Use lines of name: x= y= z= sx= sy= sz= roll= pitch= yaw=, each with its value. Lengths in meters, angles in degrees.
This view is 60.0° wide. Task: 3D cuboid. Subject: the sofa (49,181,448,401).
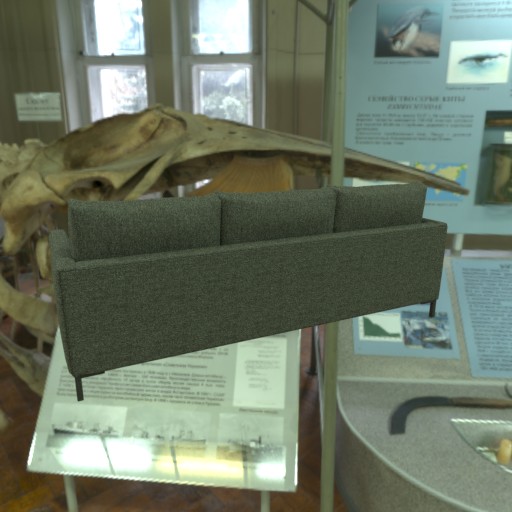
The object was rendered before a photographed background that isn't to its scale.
sofa: x=0.000 y=0.000 z=2.687 sx=2.253 sy=0.879 sz=0.876 roll=-7 pitch=17 yaw=-25
